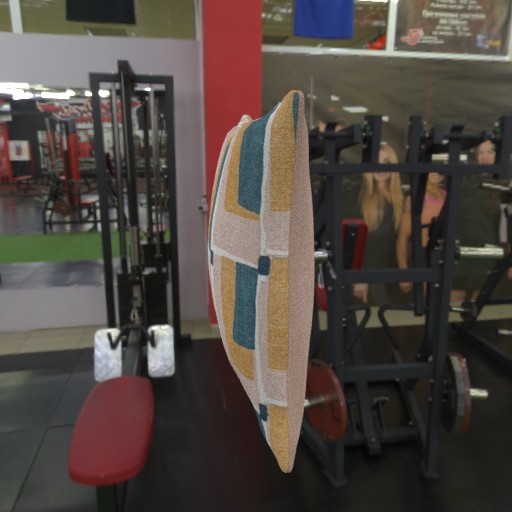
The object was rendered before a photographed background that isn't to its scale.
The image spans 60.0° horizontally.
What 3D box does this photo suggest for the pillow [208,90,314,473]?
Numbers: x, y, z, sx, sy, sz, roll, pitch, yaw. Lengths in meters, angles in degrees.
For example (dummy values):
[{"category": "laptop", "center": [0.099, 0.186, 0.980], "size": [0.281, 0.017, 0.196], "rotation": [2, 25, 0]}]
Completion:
[{"category": "pillow", "center": [0.000, 0.000, 0.744], "size": [0.158, 0.479, 0.478], "rotation": [-2, 15, -8]}]
